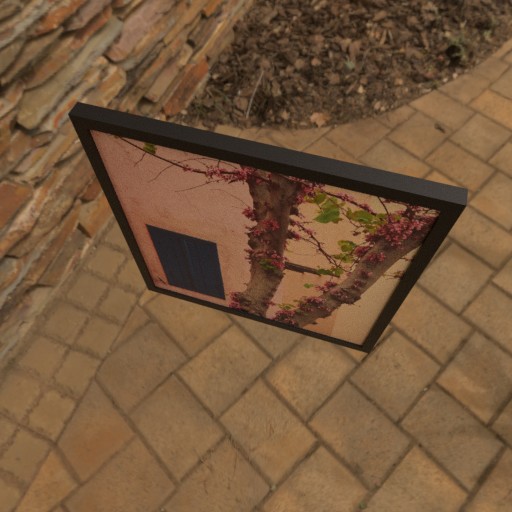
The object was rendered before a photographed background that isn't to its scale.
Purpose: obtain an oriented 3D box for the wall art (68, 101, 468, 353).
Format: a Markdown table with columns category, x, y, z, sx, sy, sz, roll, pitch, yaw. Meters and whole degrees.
| category | x | y | z | sx | sy | sz | roll | pitch | yaw |
| --- | --- | --- | --- | --- | --- | --- | --- | --- | --- |
| wall art | 0.000 | 0.000 | 1.146 | 0.762 | 0.762 | 0.038 | 15 | 60 | 9 |
